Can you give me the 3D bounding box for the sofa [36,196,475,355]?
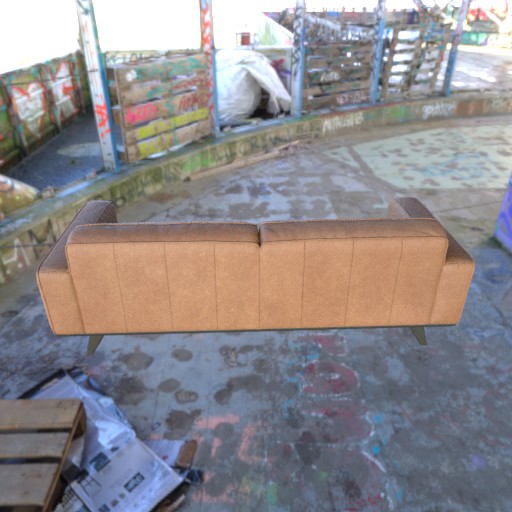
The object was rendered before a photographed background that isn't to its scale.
[{"bbox_3d":[0.000,0.000,2.719,2.270,0.780,0.953,-1,30,-2],"label":"sofa"}]
